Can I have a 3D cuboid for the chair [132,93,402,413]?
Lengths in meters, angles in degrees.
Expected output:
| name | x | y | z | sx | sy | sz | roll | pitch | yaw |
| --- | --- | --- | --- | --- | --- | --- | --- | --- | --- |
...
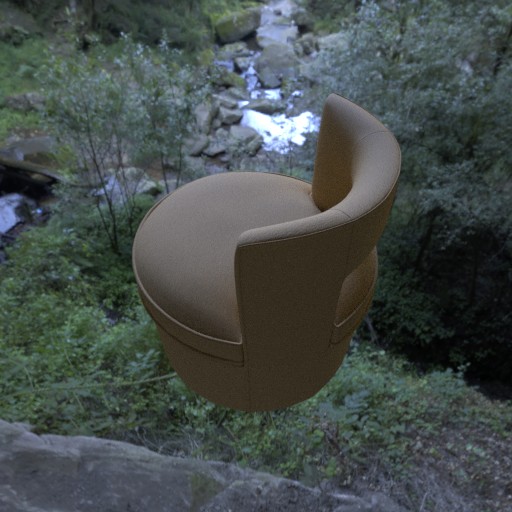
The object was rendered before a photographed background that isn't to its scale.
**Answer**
| name | x | y | z | sx | sy | sz | roll | pitch | yaw |
| --- | --- | --- | --- | --- | --- | --- | --- | --- | --- |
| chair | 0.000 | 0.000 | 1.231 | 0.665 | 0.723 | 0.650 | 17 | 49 | 15 |
